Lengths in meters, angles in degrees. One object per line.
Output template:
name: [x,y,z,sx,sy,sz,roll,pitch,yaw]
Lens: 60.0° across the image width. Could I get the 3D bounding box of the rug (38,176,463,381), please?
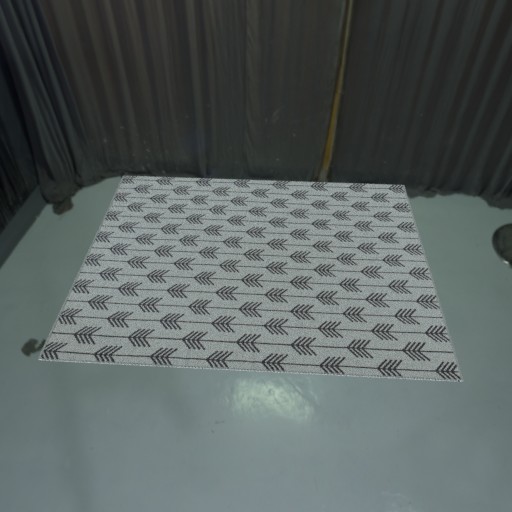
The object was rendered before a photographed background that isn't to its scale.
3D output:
rug: [0.000,0.000,3.995,3.061,0.010,2.330,2,45,2]
